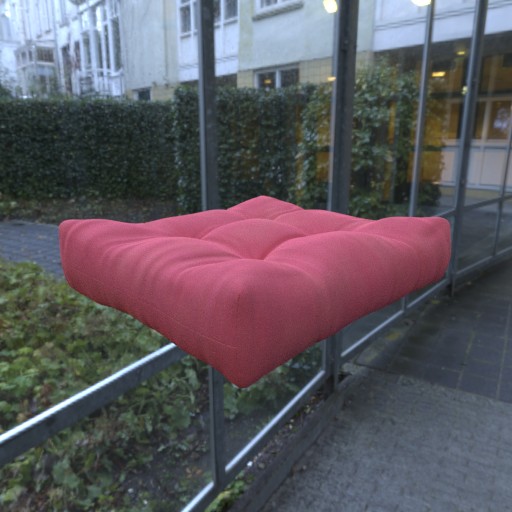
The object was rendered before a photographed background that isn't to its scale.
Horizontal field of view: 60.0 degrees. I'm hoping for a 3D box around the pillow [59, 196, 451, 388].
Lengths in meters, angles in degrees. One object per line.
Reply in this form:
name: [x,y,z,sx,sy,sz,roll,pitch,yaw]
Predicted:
pillow: [0.000,0.000,0.736,0.490,0.128,0.468,-15,21,-43]
